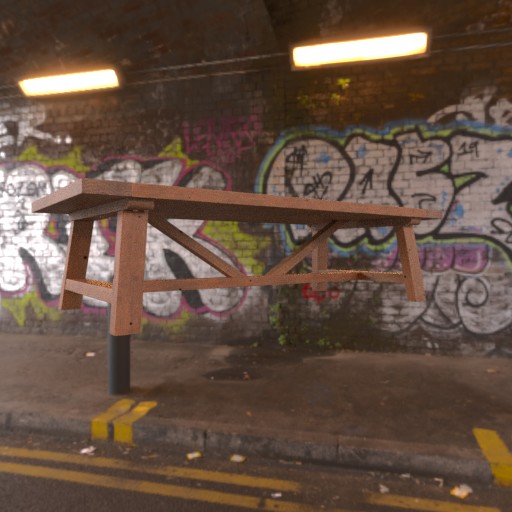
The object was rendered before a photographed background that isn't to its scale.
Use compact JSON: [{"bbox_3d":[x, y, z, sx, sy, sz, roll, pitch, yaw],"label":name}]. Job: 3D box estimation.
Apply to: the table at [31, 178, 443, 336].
[{"bbox_3d":[0.000,0.000,2.111,1.800,0.465,0.820,-1,1,-36],"label":"table"}]
